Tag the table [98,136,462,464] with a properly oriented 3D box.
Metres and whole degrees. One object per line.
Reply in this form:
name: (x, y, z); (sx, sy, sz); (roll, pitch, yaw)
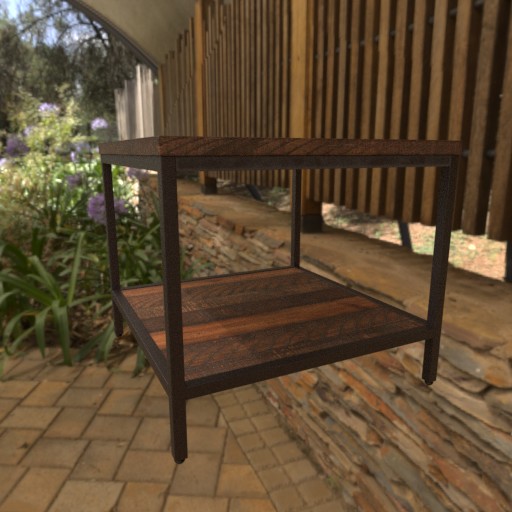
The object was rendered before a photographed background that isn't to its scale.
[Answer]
table: (0.000, 0.000, 0.966); (0.548, 0.482, 0.553); (-6, 15, -26)
